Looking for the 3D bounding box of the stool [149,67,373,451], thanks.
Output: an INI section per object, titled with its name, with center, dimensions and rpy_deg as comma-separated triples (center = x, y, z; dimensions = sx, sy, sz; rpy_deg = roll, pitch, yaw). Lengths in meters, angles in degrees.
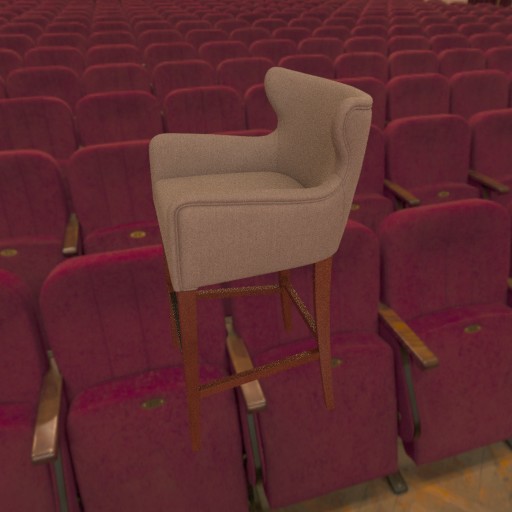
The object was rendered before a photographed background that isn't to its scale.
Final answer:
[stool]
center = 0.000, 0.000, 1.418
dimensions = 0.575, 1.047, 0.575
rpy_deg = -8, 31, -14
